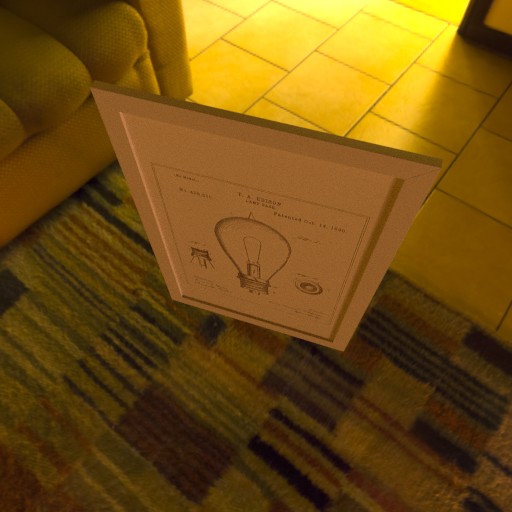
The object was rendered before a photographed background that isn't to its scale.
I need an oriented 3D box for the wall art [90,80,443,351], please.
[{"bbox_3d":[0.000,0.000,0.598,0.325,0.474,0.010,16,61,9],"label":"wall art"}]
